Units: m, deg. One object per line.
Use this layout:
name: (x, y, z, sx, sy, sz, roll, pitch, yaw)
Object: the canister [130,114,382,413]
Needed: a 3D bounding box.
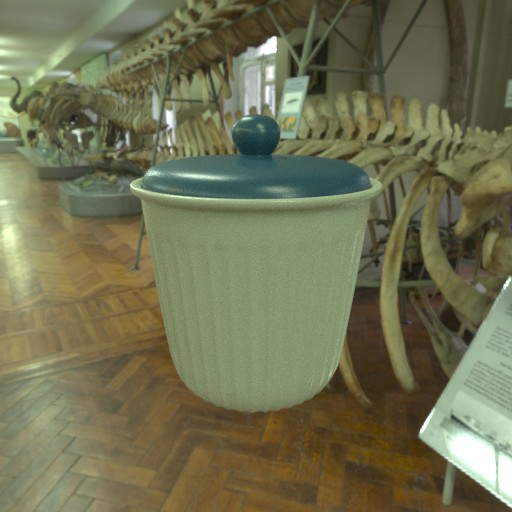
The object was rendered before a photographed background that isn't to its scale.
canister: (0.000, 0.000, 0.346, 0.181, 0.211, 0.181, 0, 17, 0)
